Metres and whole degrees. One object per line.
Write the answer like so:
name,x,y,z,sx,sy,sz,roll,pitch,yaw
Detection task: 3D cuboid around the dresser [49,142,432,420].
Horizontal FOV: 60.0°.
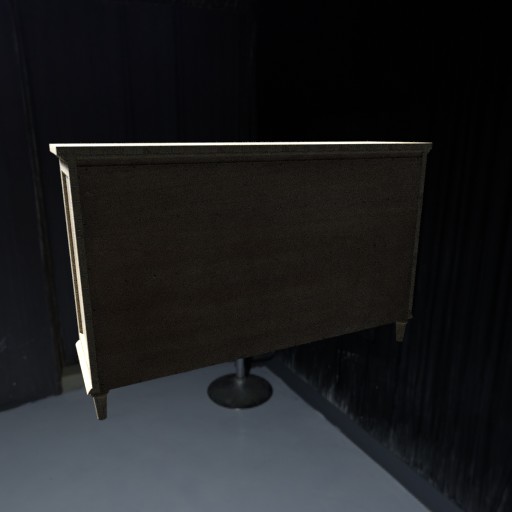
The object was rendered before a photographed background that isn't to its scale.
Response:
dresser,0.000,0.000,2.064,1.626,1.016,0.457,-7,17,-25
